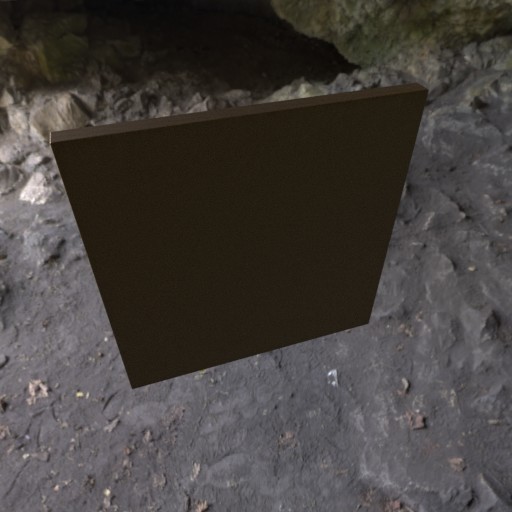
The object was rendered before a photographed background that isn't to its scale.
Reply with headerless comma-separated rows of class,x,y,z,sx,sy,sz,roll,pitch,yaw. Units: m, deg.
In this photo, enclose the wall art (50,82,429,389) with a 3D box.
wall art,0.000,0.000,0.740,0.503,0.506,0.030,-12,43,-14
